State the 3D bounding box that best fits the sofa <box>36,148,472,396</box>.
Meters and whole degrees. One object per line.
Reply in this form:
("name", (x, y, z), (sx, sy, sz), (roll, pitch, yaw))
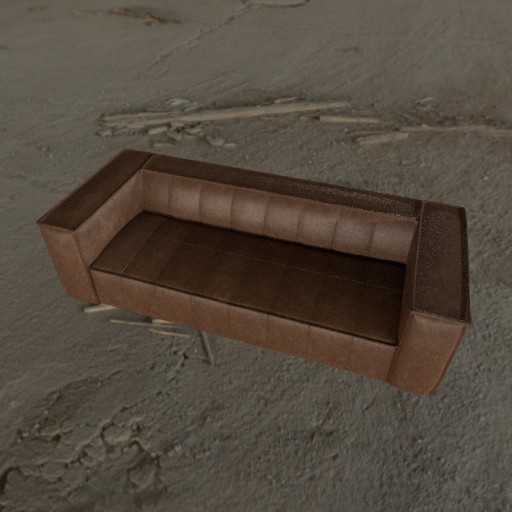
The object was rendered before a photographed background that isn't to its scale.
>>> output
("sofa", (0.000, 0.000, 3.021), (2.581, 0.701, 1.102), (13, 43, 14))
